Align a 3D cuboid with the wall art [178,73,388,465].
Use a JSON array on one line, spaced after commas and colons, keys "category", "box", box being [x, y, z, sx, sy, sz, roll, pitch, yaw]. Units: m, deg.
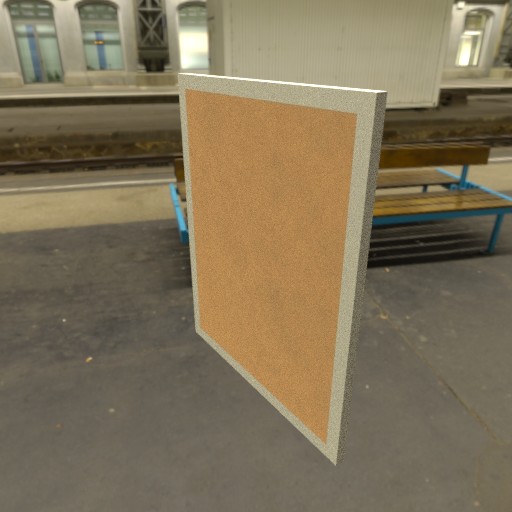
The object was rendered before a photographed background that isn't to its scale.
[{"category": "wall art", "box": [0.000, 0.000, 1.098, 0.026, 0.811, 0.661, -17, 30, -32]}]
